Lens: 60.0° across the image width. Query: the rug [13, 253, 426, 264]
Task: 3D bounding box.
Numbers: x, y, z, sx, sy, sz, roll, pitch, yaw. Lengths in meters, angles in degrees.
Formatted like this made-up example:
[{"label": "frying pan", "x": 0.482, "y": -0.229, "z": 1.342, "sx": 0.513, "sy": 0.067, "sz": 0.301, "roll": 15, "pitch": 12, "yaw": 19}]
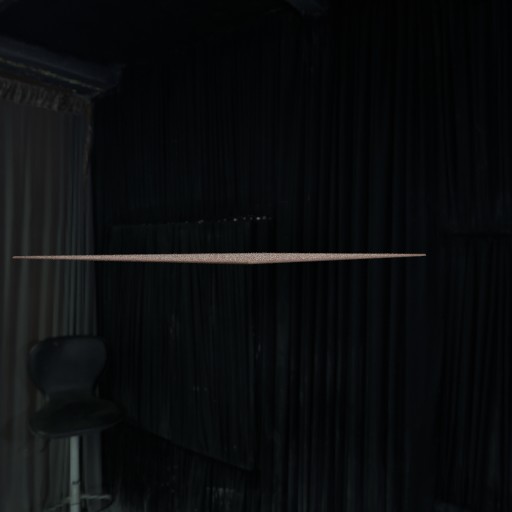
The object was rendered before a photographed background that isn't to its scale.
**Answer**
[{"label": "rug", "x": 0.000, "y": 0.000, "z": 2.821, "sx": 1.524, "sy": 0.011, "sz": 2.286, "roll": 1, "pitch": 1, "yaw": 35}]
